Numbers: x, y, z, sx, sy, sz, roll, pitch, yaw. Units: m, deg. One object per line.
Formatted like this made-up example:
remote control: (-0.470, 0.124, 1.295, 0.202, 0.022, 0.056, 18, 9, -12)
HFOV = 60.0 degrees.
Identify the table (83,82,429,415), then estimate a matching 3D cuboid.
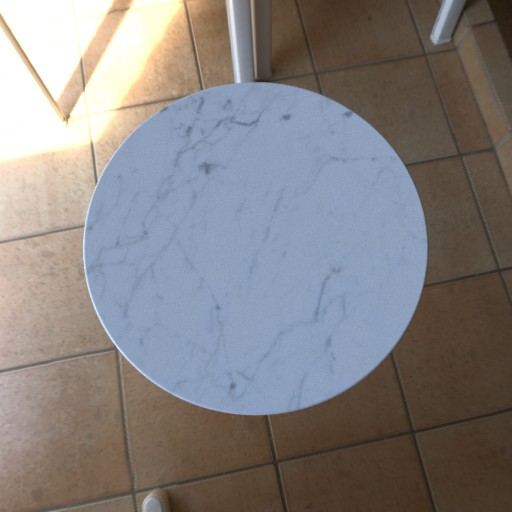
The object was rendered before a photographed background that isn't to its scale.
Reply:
table: (0.000, 0.000, 1.246, 0.800, 0.450, 0.800, 0, 76, 0)
